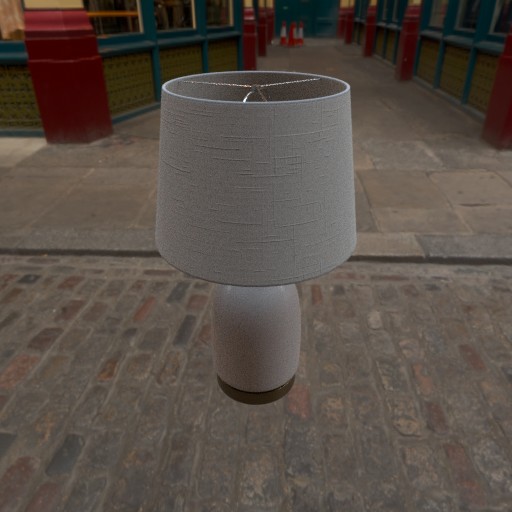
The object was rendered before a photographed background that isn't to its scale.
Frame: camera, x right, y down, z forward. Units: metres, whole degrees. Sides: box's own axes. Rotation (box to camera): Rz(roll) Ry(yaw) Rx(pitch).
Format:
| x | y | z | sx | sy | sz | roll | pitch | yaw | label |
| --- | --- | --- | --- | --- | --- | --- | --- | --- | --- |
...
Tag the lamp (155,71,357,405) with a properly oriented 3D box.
| x | y | z | sx | sy | sz | roll | pitch | yaw | label |
| --- | --- | --- | --- | --- | --- | --- | --- | --- | --- |
| 0.000 | 0.000 | 0.660 | 0.285 | 0.483 | 0.285 | 0 | 30 | 0 | lamp |
